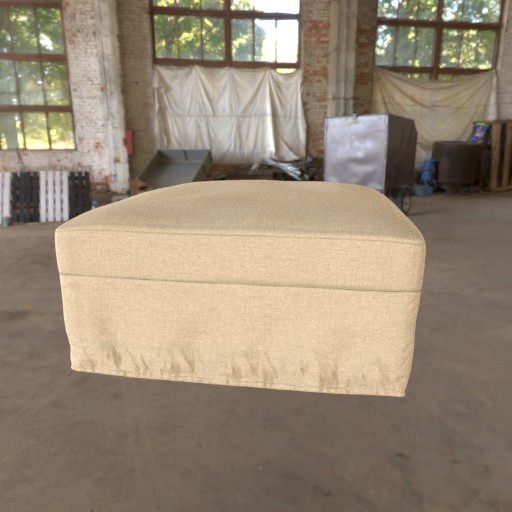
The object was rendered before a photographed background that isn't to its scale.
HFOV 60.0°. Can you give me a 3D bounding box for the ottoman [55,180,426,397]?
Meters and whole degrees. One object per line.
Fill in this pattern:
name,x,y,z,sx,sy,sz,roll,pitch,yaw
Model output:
ottoman,0.000,0.000,1.380,0.843,0.436,0.840,2,15,8
